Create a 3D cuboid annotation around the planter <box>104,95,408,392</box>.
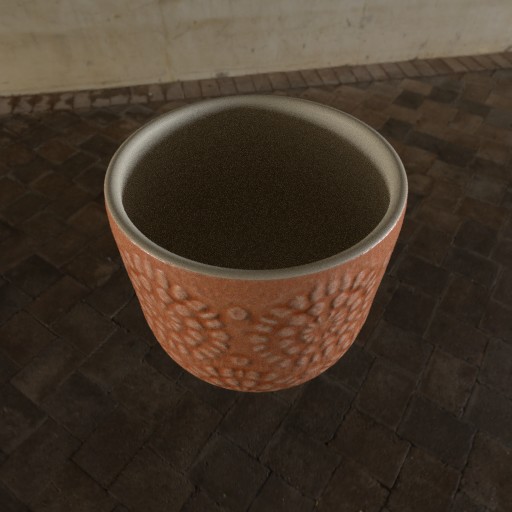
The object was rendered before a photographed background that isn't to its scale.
[{"bbox_3d":[0.000,0.000,0.222,0.124,0.109,0.124,0,47,0],"label":"planter"}]
